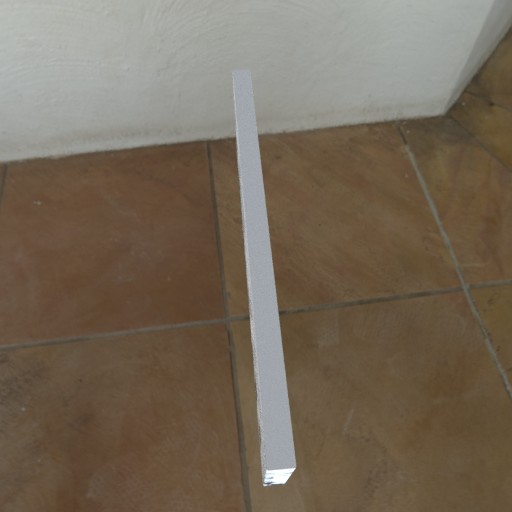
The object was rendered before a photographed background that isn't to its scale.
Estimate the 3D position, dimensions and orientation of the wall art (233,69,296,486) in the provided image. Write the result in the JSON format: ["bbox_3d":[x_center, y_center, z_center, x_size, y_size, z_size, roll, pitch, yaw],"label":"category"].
[{"bbox_3d":[0.000,0.000,0.846,0.038,0.255,0.763,-4,59,-2],"label":"wall art"}]
